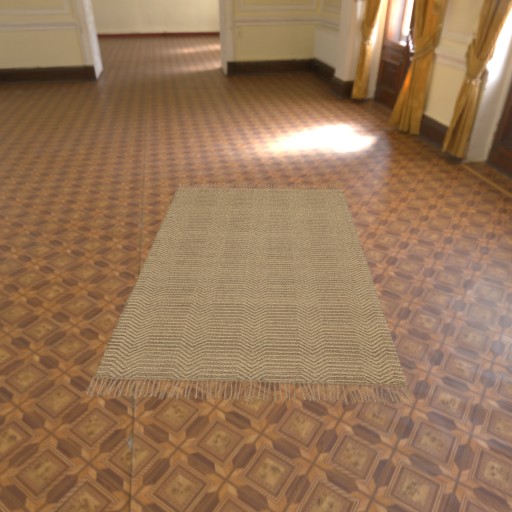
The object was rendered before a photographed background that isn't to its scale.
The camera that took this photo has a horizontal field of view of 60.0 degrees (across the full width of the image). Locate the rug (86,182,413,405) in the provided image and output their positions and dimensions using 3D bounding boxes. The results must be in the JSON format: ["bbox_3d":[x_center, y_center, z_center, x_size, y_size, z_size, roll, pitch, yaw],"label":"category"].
[{"bbox_3d":[0.000,0.000,3.106,1.528,0.034,2.523,1,32,2],"label":"rug"}]
